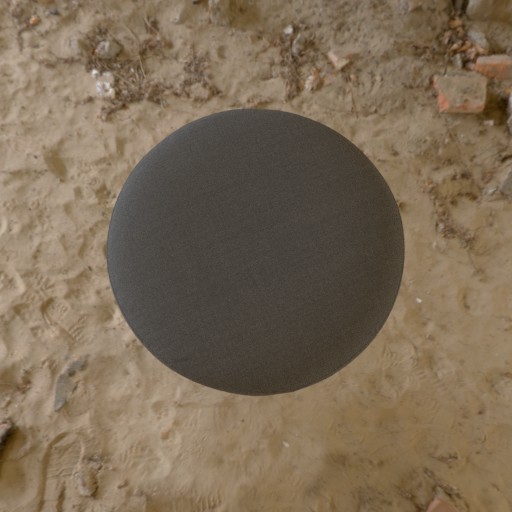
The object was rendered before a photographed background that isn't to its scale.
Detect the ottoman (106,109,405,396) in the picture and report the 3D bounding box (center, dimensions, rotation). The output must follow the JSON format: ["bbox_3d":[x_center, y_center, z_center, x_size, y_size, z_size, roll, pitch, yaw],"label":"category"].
[{"bbox_3d":[0.000,0.000,1.287,0.772,0.460,0.772,0,73,0],"label":"ottoman"}]
